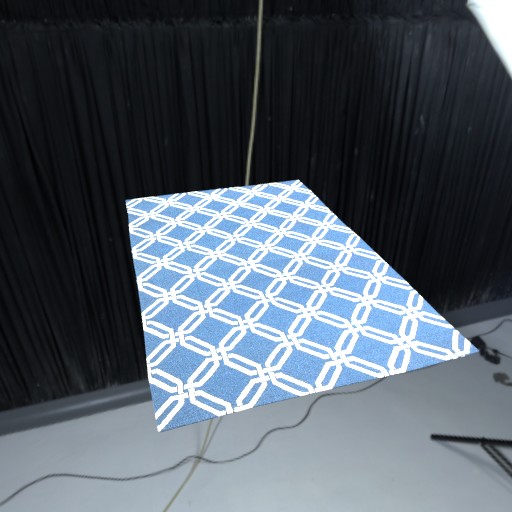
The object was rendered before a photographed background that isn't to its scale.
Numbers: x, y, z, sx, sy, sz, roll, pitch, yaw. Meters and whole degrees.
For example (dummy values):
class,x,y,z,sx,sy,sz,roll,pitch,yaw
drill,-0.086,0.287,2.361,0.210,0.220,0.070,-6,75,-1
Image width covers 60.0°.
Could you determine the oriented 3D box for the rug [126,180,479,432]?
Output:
class,x,y,z,sx,sy,sz,roll,pitch,yaw
rug,0.000,0.000,2.158,1.153,0.010,1.755,-9,32,-15
